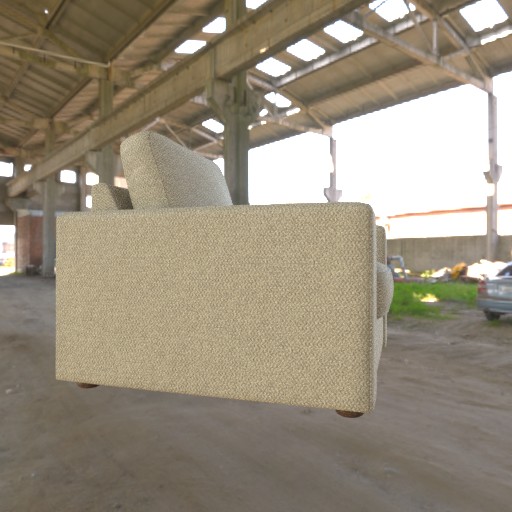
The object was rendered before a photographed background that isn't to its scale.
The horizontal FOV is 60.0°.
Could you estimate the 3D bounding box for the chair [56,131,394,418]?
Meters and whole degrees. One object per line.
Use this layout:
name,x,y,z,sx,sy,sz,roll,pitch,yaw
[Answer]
chair,0.000,0.000,1.715,1.016,0.873,1.005,0,0,18
